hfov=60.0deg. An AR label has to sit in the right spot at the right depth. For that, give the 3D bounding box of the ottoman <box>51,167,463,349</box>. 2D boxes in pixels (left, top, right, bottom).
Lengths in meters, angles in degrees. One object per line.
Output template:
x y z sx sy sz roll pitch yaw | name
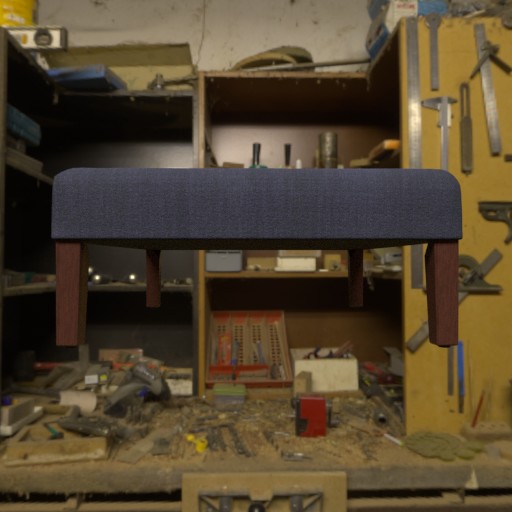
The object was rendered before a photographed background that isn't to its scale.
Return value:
0.000 0.000 1.387 0.889 0.411 0.890 0 -1 -1 | ottoman
